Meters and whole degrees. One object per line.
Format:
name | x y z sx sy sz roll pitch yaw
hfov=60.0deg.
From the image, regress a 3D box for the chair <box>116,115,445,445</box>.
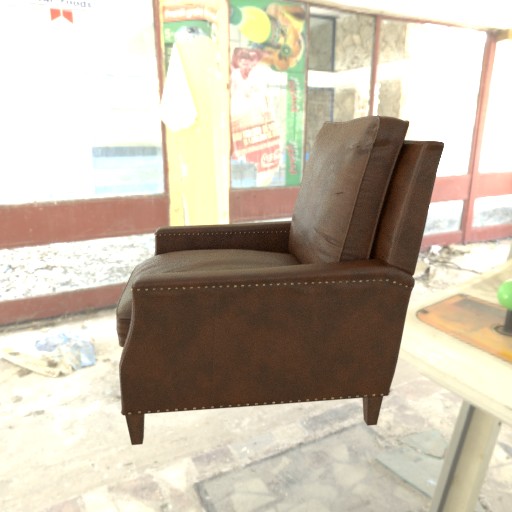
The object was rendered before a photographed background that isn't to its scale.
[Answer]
chair | 0.000 0.000 1.770 1.035 1.054 0.854 -2 15 -7
